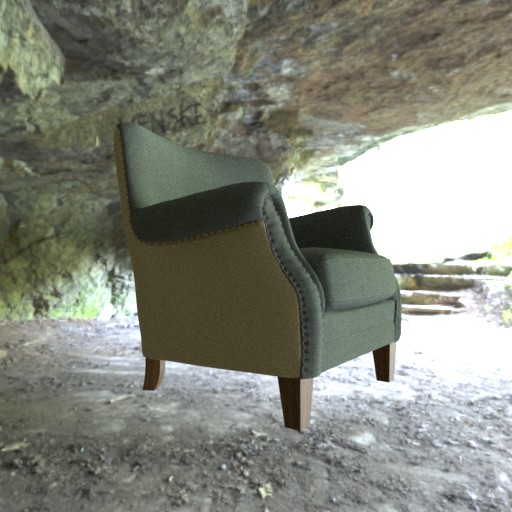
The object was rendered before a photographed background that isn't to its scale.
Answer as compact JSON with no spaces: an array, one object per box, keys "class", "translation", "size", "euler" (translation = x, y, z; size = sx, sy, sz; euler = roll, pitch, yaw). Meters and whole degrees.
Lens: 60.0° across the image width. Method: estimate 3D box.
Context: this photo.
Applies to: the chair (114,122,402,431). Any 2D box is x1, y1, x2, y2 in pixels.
[{"class":"chair","translation":[0.000,0.000,1.655],"size":[0.921,0.936,0.861],"euler":[0,0,37]}]
